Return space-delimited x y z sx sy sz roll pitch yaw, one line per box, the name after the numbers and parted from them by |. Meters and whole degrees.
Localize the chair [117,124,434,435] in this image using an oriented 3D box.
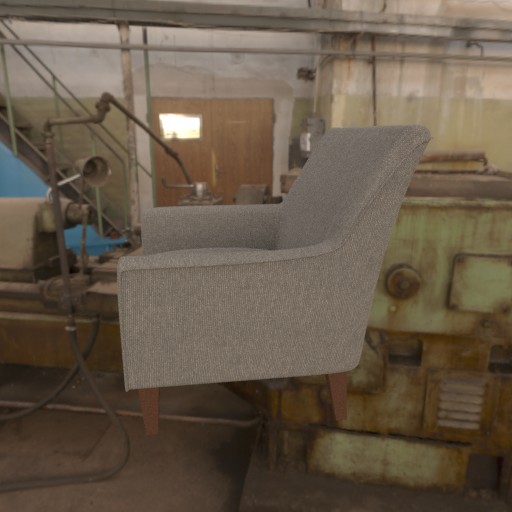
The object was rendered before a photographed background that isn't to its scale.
0.000 0.000 1.631 0.899 0.919 0.780 -2 16 -8 | chair
